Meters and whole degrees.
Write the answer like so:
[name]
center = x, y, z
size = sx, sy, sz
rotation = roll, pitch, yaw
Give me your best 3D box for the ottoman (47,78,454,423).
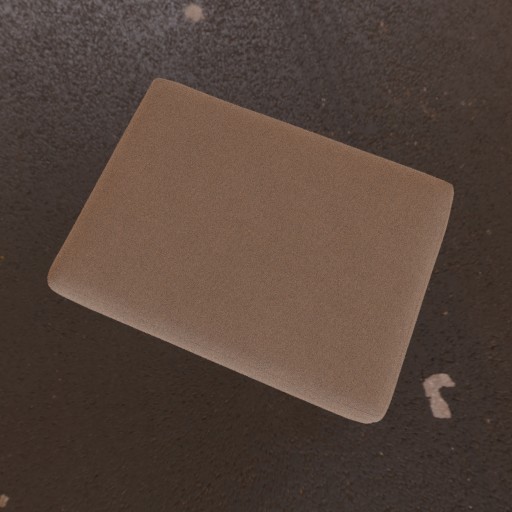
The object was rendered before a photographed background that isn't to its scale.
[ottoman]
center = 0.000, 0.000, 1.154
size = 0.773, 0.504, 0.569
rotation = 22, 77, 5
